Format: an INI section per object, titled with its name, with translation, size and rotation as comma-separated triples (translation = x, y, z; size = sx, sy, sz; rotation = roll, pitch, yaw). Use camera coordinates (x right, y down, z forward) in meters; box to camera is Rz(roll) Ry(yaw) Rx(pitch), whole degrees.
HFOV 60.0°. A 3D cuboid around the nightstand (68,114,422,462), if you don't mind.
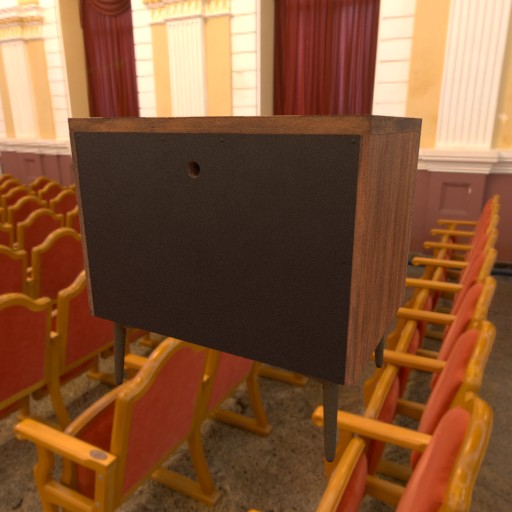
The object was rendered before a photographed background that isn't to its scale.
[nightstand]
translation = 0.000, 0.000, 1.027
size = 0.610, 0.610, 0.458
rotation = 9, 19, 27
